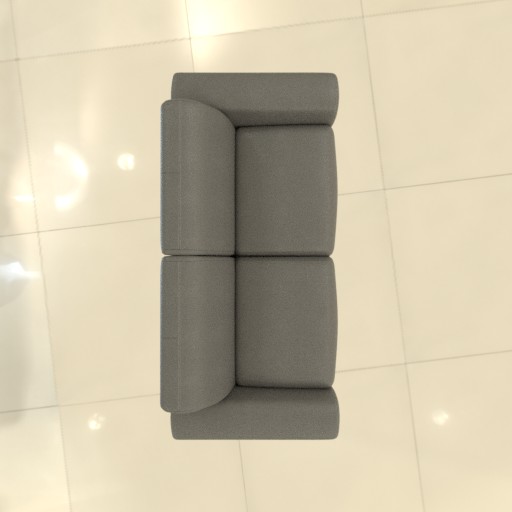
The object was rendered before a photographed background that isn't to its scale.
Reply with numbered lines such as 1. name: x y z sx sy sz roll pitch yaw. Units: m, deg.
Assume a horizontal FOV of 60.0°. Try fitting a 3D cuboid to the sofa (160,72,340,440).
1. sofa: 0.000 0.000 2.426 0.900 0.772 1.901 0 89 0
